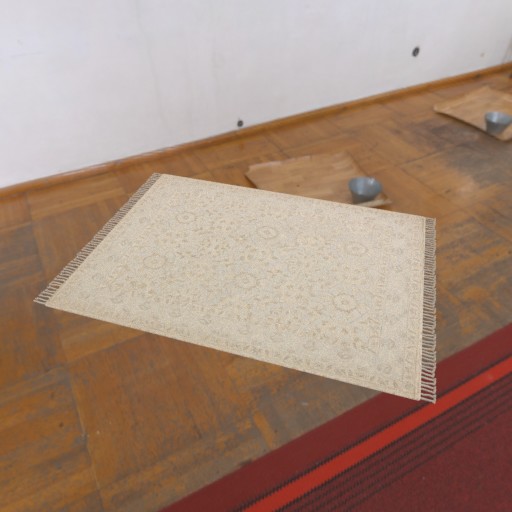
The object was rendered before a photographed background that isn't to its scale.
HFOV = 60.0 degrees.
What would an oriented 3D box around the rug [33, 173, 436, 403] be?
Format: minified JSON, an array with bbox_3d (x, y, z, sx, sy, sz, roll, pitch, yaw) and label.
[{"bbox_3d":[0.000,0.000,2.286,1.771,0.015,1.223,11,42,13],"label":"rug"}]
